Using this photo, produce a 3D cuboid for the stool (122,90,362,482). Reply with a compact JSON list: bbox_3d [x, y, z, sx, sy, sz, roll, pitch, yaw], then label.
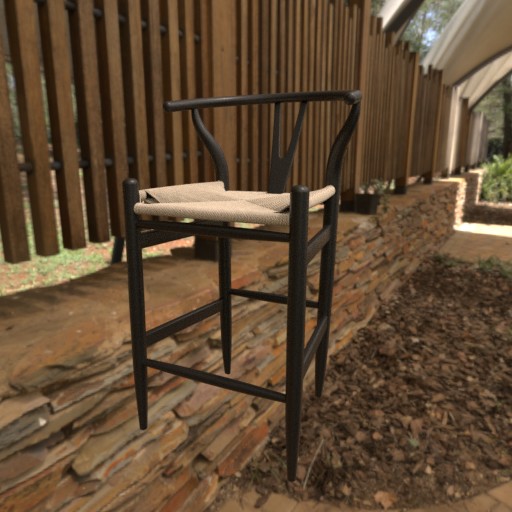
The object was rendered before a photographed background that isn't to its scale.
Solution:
[{"bbox_3d":[0.000,0.000,1.316,0.569,0.970,0.579,7,15,25],"label":"stool"}]
